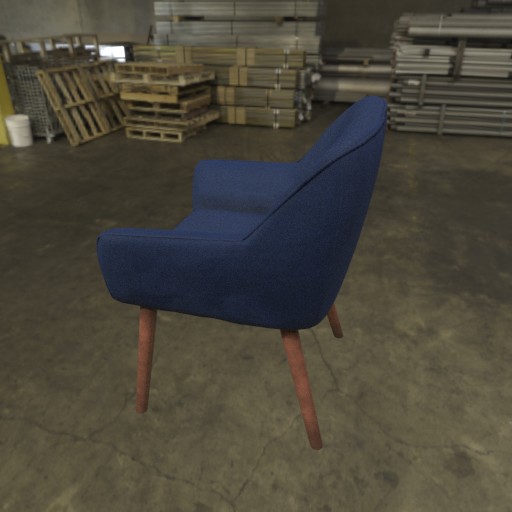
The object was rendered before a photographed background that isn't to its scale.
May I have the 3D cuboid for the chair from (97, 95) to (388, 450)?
[{"bbox_3d":[0.000,0.000,1.234,0.600,0.820,0.600,8,30,14],"label":"chair"}]
